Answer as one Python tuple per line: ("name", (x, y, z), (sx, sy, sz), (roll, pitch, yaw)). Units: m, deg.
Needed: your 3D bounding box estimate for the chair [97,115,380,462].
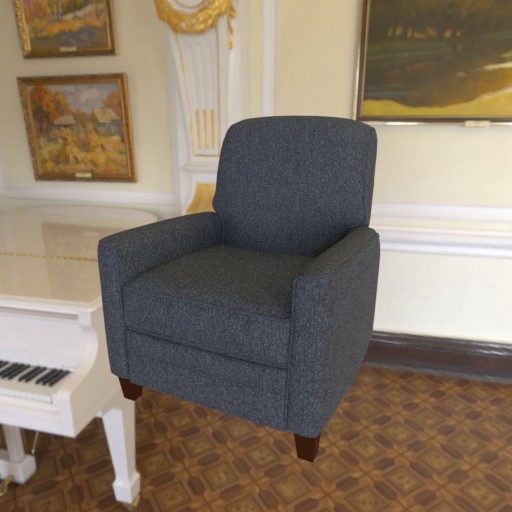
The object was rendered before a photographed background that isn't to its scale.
("chair", (0.000, 0.000, 1.665), (0.839, 1.016, 0.850), (8, 19, 25))
